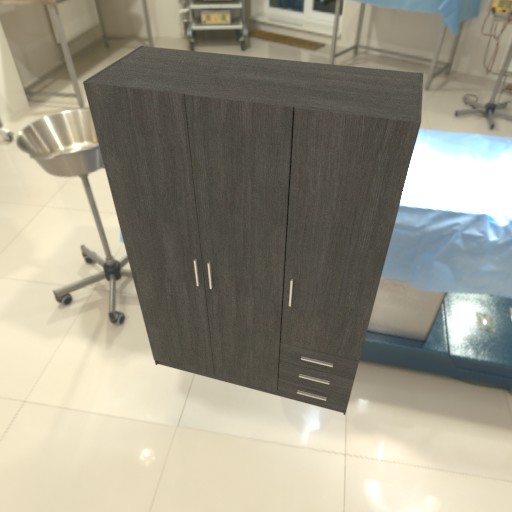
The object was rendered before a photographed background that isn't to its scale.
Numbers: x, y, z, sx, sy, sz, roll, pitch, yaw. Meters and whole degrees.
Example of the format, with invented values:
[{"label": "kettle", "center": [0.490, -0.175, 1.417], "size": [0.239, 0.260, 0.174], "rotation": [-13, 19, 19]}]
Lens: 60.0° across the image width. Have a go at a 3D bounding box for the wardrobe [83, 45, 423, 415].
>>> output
[{"label": "wardrobe", "center": [0.000, 0.000, 2.416], "size": [1.290, 1.910, 0.510], "rotation": [11, 43, 12]}]
